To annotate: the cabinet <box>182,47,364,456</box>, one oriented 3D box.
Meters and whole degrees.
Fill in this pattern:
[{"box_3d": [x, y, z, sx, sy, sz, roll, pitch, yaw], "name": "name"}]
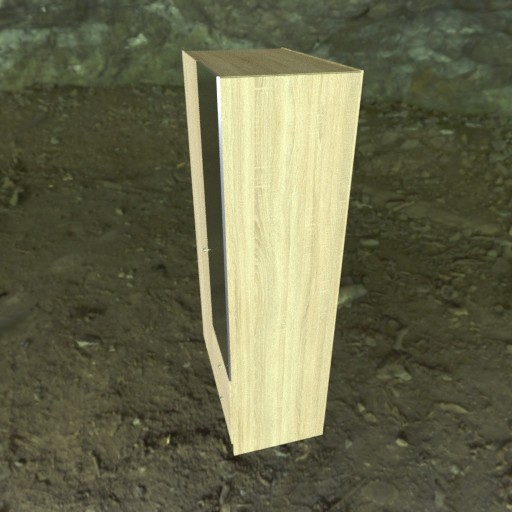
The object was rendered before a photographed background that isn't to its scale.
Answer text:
[{"box_3d": [0.000, 0.000, 2.590, 0.590, 2.121, 1.001, -8, 31, -13], "name": "cabinet"}]
